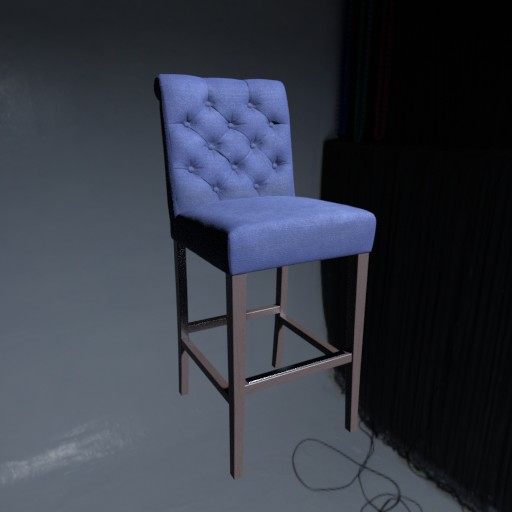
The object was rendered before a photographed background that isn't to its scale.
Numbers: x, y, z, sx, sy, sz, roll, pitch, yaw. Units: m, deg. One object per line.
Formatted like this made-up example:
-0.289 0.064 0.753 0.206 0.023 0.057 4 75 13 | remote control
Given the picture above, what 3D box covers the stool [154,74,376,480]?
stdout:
0.000 0.000 1.459 0.493 1.140 0.601 -9 18 -27 | stool
